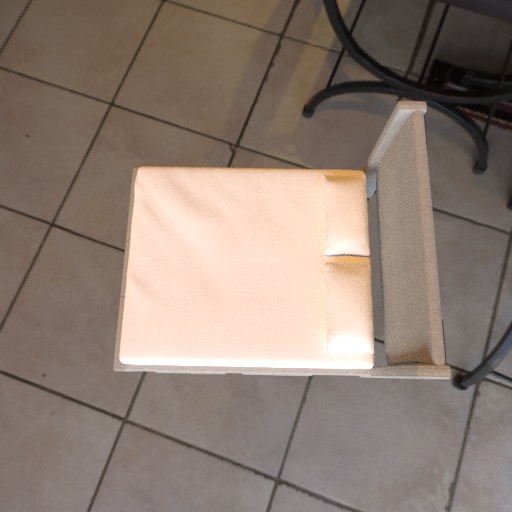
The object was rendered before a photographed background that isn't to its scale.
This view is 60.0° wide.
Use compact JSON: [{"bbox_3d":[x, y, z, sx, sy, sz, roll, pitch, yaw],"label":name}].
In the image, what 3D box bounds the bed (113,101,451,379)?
[{"bbox_3d":[0.000,0.000,3.415,2.222,1.491,1.774,1,75,0],"label":"bed"}]
